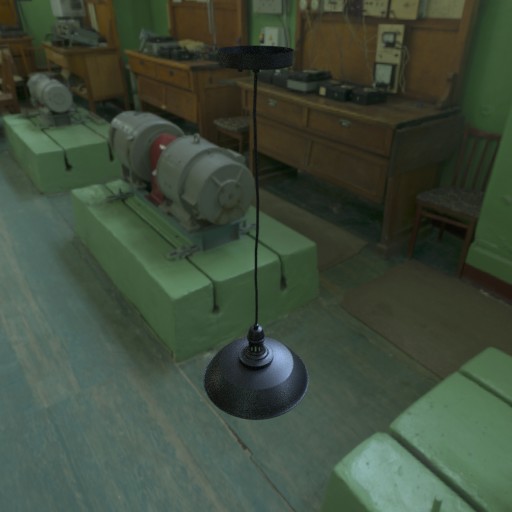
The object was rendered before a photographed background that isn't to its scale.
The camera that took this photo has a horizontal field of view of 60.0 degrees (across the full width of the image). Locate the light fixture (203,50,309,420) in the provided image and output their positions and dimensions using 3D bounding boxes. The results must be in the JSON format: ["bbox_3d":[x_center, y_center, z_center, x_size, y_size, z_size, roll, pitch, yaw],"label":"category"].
[{"bbox_3d":[0.000,0.000,1.170,0.331,0.993,0.331,-21,37,-31],"label":"light fixture"}]
